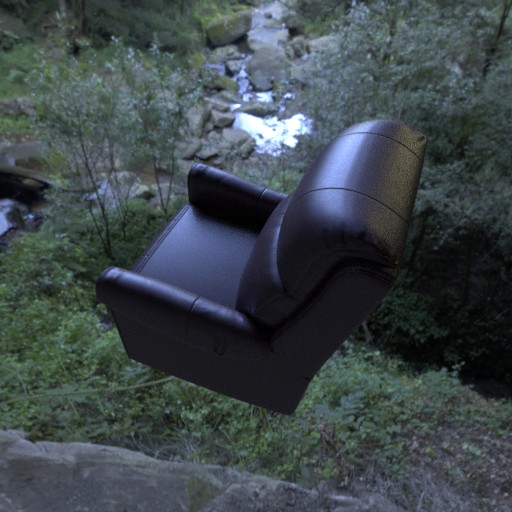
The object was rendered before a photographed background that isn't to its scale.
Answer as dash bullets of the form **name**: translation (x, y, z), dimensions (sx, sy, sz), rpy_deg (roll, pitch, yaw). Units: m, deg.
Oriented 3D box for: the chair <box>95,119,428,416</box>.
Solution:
- **chair**: translation (0.000, 0.000, 1.751), dimensions (1.014, 1.054, 0.838), rpy_deg (16, 48, 15)
